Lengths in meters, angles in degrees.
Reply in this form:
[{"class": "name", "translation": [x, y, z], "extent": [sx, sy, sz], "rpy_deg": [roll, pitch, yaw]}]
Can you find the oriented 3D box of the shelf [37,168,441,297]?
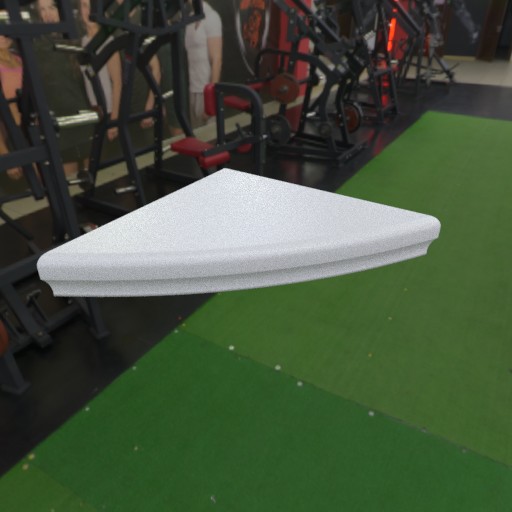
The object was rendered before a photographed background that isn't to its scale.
[{"class": "shelf", "translation": [0.000, 0.000, 0.480], "extent": [0.310, 0.050, 0.310], "rpy_deg": [18, 35, 28]}]
